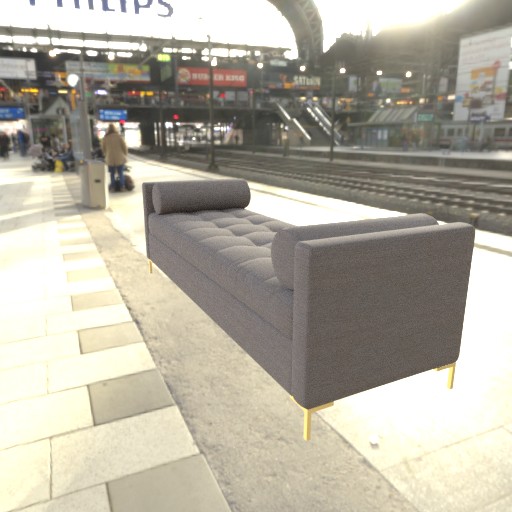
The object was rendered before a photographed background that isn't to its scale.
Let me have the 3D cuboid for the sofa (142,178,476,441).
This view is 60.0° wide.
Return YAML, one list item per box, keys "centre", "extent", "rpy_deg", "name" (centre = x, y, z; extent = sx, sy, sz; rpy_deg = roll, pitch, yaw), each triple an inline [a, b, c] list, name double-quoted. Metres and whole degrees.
- centre: [0.000, 0.000, 2.280]
  extent: [0.686, 0.635, 1.981]
  rpy_deg: [-8, 17, -26]
  name: "sofa"
